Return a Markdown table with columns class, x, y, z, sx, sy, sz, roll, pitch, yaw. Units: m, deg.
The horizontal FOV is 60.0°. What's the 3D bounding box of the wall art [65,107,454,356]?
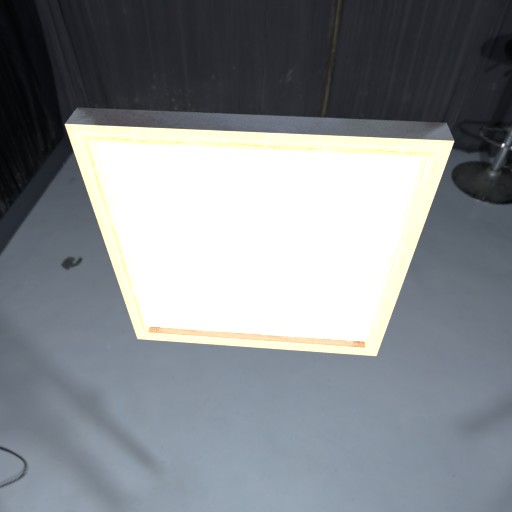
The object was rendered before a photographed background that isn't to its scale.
| class | x | y | z | sx | sy | sz | roll | pitch | yaw |
| --- | --- | --- | --- | --- | --- | --- | --- | --- | --- |
| wall art | 0.000 | 0.000 | 0.462 | 0.303 | 0.303 | 0.028 | 3 | 46 | 3 |
